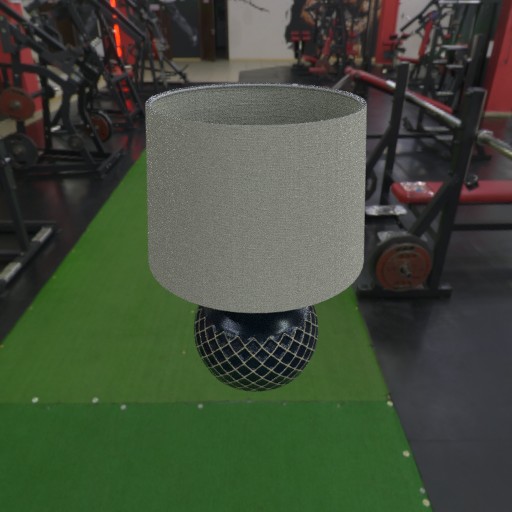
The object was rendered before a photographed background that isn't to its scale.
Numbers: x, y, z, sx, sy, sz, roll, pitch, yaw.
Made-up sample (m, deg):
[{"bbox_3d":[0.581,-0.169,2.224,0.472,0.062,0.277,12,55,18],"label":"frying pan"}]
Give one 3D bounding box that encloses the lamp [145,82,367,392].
[{"bbox_3d":[0.000,0.000,0.798,0.376,0.540,0.376,0,30,0],"label":"lamp"}]
